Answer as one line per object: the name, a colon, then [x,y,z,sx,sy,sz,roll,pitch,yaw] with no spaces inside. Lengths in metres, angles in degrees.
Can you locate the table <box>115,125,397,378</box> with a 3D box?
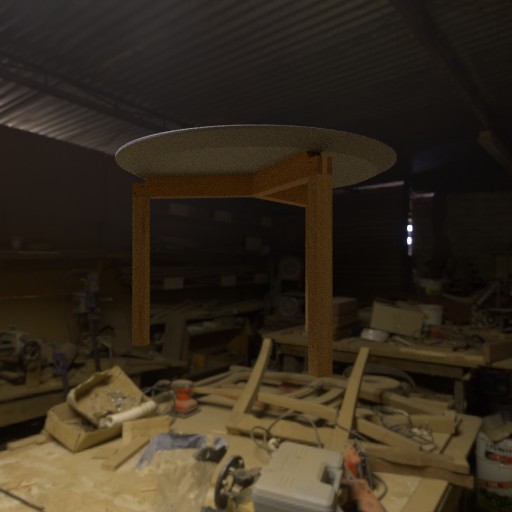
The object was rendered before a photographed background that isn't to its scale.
table: [0.000,0.000,0.990,0.600,0.405,0.600,0,0,0]
